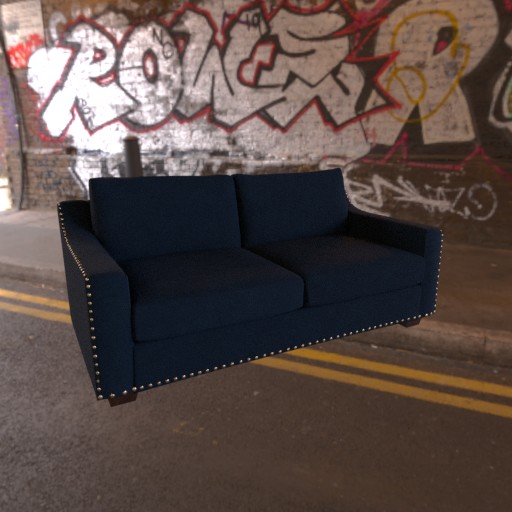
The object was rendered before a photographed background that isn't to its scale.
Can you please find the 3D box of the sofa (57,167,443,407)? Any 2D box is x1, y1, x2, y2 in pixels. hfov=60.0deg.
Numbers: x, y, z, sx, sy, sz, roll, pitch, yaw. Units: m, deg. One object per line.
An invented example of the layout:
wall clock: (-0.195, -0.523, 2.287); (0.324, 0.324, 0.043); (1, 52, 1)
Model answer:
sofa: (0.000, 0.000, 2.733); (2.107, 0.983, 1.104); (-8, 17, -27)
